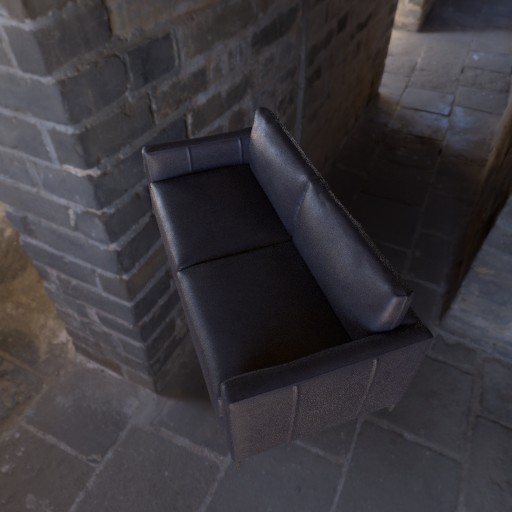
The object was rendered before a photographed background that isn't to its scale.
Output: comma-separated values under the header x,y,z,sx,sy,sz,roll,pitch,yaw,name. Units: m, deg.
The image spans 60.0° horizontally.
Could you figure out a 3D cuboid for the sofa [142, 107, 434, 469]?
x,y,z,sx,sy,sz,roll,pitch,yaw,name
0.000,0.000,2.376,0.947,0.883,1.805,-16,48,-15,sofa
